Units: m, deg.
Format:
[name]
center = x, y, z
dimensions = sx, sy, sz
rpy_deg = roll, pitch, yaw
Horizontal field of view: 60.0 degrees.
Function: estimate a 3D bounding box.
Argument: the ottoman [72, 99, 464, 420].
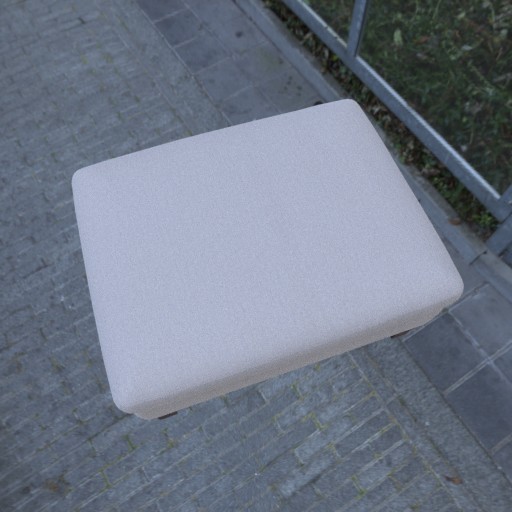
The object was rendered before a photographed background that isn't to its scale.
[ottoman]
center = 0.000, 0.000, 1.132
dimensions = 0.771, 0.420, 0.606
rpy_deg = -17, 65, -8
